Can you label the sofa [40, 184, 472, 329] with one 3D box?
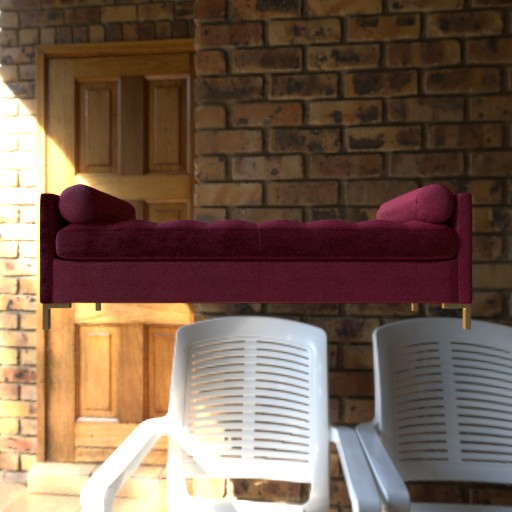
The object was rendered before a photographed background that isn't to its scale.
[{"bbox_3d":[0.000,0.000,2.492,2.102,0.705,0.796,0,0,0],"label":"sofa"}]
